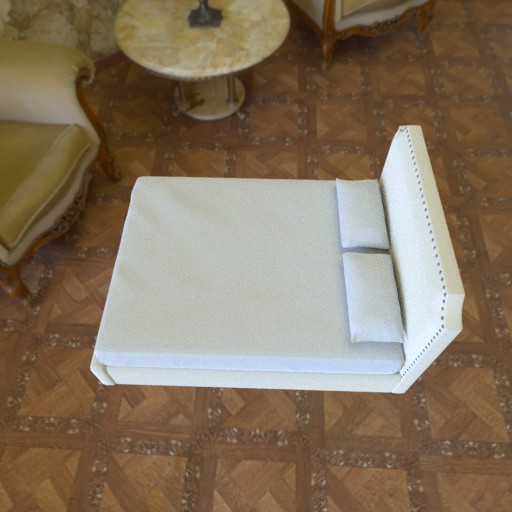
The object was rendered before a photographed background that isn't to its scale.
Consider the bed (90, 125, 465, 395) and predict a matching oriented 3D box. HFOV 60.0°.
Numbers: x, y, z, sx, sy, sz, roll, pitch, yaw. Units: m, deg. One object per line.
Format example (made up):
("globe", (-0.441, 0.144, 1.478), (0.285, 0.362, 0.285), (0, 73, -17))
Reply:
("bed", (0.000, 0.000, 3.403), (2.329, 1.415, 1.703), (1, 56, 1))
